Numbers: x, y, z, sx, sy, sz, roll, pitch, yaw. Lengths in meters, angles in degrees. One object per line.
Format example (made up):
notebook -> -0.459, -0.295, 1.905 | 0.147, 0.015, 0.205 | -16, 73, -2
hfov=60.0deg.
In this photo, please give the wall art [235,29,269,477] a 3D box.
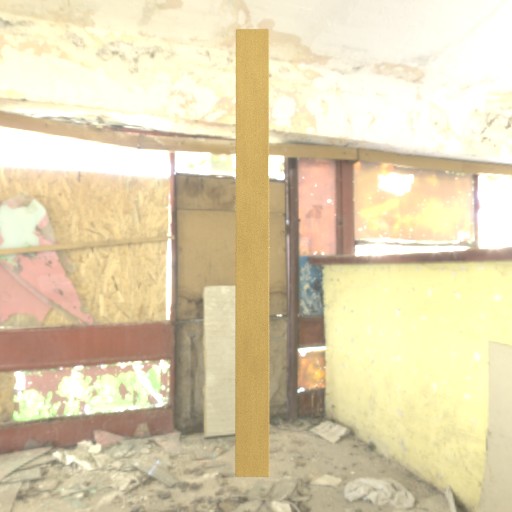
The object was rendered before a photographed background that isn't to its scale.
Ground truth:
wall art -> 0.000, 0.000, 0.755 | 0.038, 0.508, 0.508 | 0, -2, 1
